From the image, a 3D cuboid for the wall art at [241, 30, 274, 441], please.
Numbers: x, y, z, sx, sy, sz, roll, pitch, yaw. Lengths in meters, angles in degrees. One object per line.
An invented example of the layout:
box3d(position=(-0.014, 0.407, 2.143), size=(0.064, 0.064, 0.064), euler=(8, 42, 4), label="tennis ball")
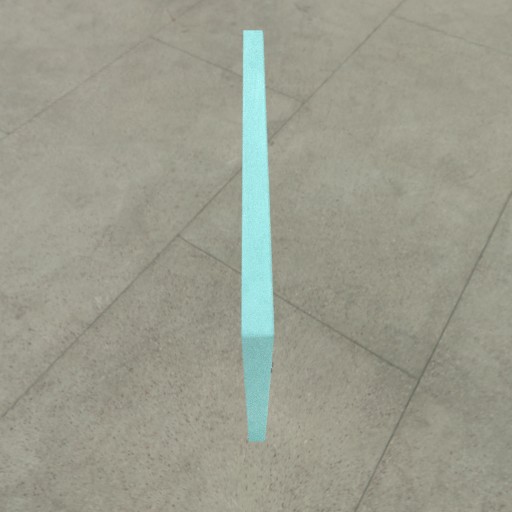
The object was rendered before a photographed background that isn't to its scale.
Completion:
box3d(position=(0.000, 0.000, 1.149), size=(0.054, 0.766, 0.765), euler=(-1, 57, 0), label="wall art")
